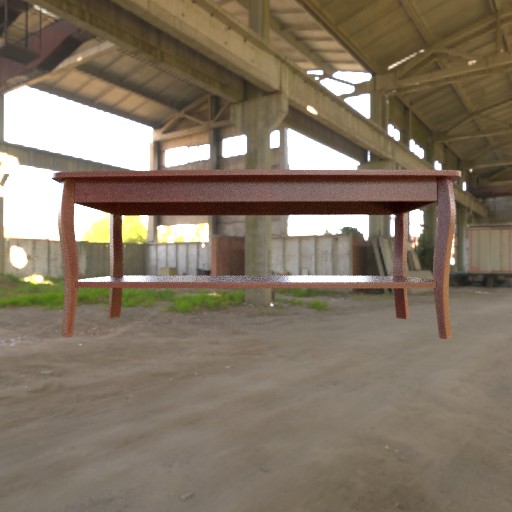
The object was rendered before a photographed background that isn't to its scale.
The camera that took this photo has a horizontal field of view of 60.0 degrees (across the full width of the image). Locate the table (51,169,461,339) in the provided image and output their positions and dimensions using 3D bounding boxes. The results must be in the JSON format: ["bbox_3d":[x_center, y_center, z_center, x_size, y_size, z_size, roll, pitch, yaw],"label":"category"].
[{"bbox_3d":[0.000,0.000,1.495,1.216,0.473,0.561,0,0,1],"label":"table"}]
